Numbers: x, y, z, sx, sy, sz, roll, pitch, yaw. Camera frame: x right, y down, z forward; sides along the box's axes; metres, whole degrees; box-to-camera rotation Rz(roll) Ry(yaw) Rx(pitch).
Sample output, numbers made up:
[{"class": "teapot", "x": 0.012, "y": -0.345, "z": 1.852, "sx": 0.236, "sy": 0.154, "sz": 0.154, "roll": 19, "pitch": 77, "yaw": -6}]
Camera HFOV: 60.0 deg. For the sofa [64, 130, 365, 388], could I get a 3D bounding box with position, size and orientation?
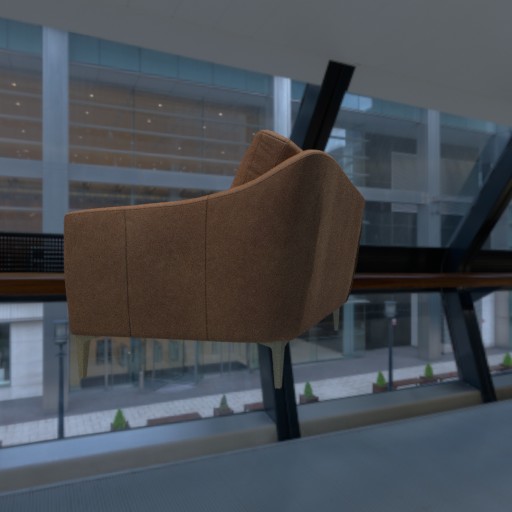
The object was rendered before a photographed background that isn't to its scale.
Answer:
[{"class": "sofa", "x": 0.000, "y": 0.000, "z": 2.210, "sx": 0.960, "sy": 0.902, "sz": 1.619, "roll": 0, "pitch": 0, "yaw": 19}]
